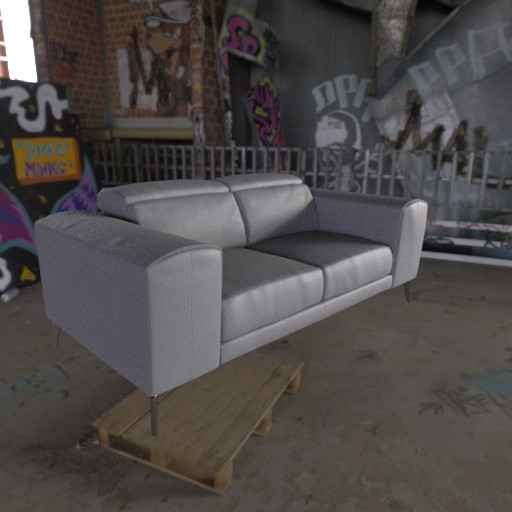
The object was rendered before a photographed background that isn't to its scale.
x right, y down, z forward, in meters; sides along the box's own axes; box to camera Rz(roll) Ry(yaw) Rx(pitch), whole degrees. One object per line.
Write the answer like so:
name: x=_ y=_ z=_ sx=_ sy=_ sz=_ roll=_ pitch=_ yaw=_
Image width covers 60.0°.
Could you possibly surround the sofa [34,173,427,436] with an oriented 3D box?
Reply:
sofa: x=0.000 y=0.000 z=2.357 sx=1.895 sy=0.779 sz=1.003 roll=-14 pitch=21 yaw=-42
